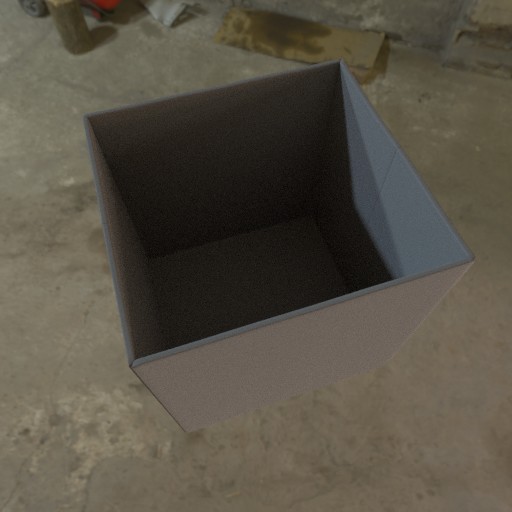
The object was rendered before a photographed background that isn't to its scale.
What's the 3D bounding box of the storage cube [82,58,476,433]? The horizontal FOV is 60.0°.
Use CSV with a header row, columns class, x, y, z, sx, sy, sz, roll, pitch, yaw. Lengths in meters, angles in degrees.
class,x,y,z,sx,sy,sz,roll,pitch,yaw
storage cube,0.000,0.000,0.497,0.270,0.280,0.270,-16,61,-9
